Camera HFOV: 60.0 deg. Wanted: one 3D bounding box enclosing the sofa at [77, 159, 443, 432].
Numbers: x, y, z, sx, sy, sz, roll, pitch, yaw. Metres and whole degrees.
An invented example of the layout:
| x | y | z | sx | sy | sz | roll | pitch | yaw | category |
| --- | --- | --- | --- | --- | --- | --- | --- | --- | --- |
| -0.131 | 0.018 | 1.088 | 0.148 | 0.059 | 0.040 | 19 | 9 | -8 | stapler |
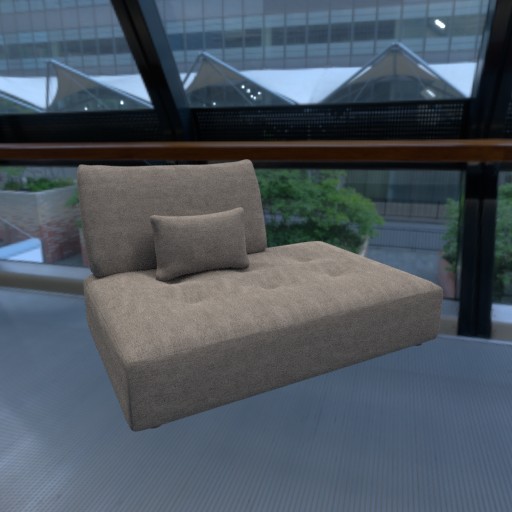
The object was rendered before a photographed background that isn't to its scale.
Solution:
| x | y | z | sx | sy | sz | roll | pitch | yaw | category |
| --- | --- | --- | --- | --- | --- | --- | --- | --- | --- |
| 0.000 | 0.000 | 2.065 | 1.450 | 0.820 | 1.002 | -9 | 18 | -27 | sofa |
